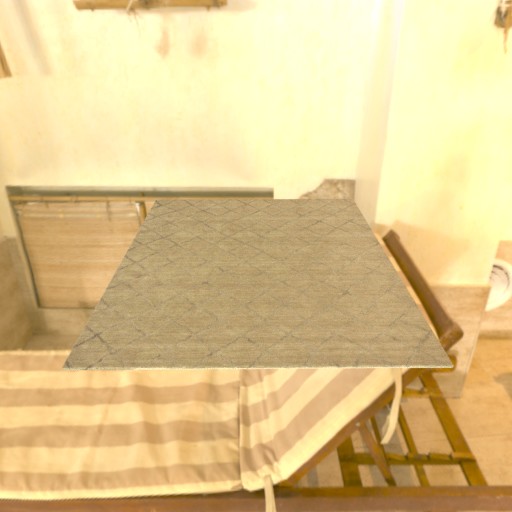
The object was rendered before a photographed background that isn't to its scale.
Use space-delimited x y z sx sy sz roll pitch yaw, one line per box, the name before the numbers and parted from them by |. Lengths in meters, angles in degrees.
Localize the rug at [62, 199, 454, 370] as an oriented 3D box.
rug | 0.000 0.000 4.085 2.420 0.019 3.038 0 27 -1
